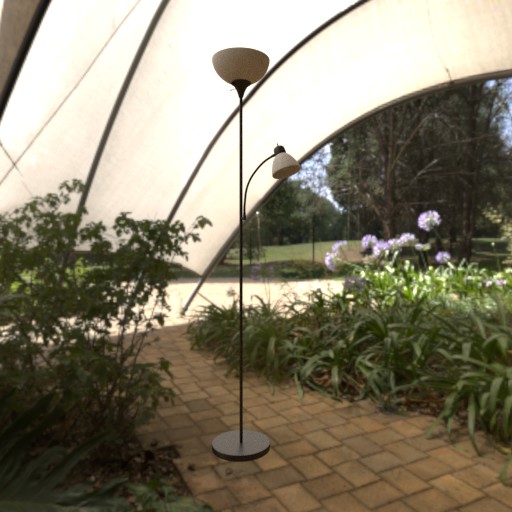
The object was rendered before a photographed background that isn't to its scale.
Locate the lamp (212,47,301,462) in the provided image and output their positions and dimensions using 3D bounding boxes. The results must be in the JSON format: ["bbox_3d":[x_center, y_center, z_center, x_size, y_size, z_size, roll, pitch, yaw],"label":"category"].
[{"bbox_3d":[0.000,0.000,2.013,0.442,1.804,0.279,1,1,35],"label":"lamp"}]
